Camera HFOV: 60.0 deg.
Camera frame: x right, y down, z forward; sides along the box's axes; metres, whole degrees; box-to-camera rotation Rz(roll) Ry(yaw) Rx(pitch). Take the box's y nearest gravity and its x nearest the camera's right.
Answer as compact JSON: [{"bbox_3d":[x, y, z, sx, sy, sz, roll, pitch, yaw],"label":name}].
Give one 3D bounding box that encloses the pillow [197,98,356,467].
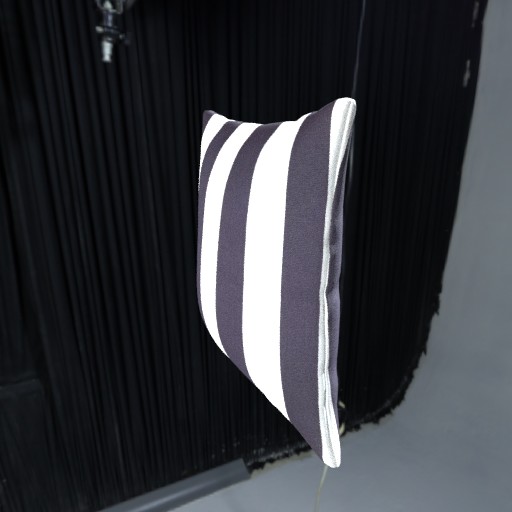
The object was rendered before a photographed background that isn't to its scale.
[{"bbox_3d":[0.000,0.000,0.816,0.189,0.526,0.536,-8,18,-25],"label":"pillow"}]
